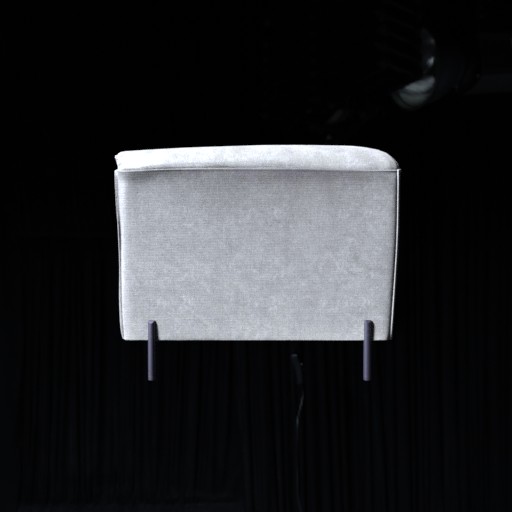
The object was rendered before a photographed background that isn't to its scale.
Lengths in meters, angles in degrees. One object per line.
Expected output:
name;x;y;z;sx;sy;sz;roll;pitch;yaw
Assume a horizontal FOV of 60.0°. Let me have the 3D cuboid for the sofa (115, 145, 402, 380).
sofa;0.000;0.000;2.291;0.905;0.747;1.878;0;1;0
